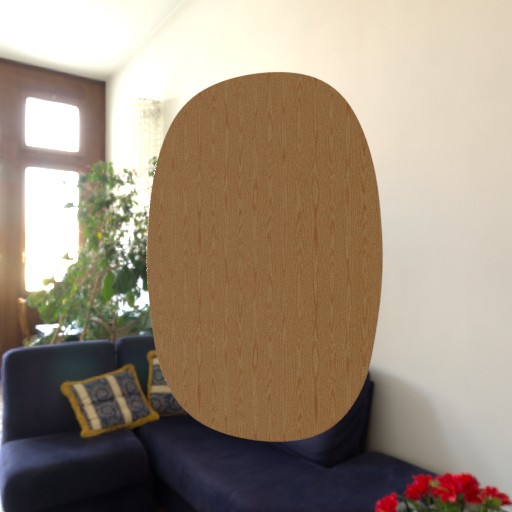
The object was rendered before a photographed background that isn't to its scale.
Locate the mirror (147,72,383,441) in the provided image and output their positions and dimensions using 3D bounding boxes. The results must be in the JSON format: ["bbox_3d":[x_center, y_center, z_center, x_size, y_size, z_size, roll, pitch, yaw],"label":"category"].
[{"bbox_3d":[0.000,0.000,1.316,0.724,1.075,0.037,0,-1,18],"label":"mirror"}]
